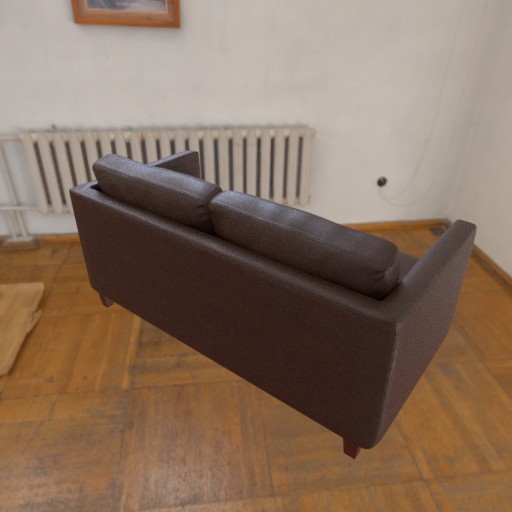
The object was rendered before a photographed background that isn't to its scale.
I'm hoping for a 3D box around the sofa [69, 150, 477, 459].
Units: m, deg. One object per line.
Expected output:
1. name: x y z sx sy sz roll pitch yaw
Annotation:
1. sofa: 0.000 0.000 2.347 1.883 0.933 0.951 22 37 32
